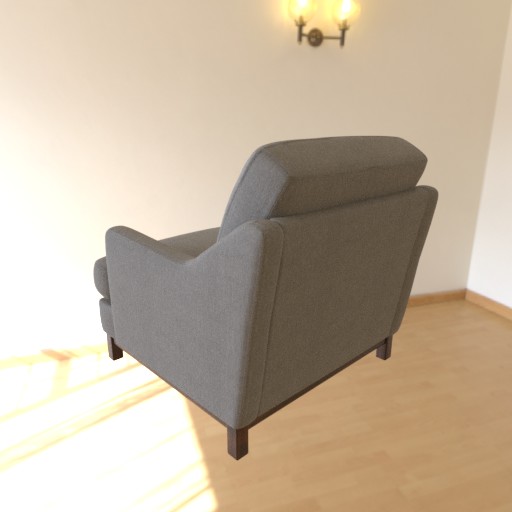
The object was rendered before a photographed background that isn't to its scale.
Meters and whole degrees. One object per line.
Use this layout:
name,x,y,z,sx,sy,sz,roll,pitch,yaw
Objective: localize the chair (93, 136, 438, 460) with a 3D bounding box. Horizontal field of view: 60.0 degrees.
chair,0.000,0.000,1.538,0.826,0.821,0.892,-16,23,-41
